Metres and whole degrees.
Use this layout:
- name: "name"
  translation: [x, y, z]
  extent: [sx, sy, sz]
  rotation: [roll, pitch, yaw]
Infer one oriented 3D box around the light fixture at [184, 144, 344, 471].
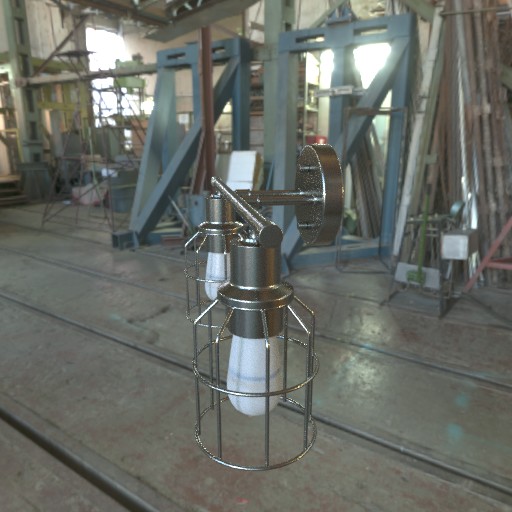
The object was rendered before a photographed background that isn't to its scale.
- name: "light fixture"
  translation: [0.000, 0.000, 0.519]
  extent: [0.165, 0.254, 0.406]
  rotation: [-3, 15, -10]
